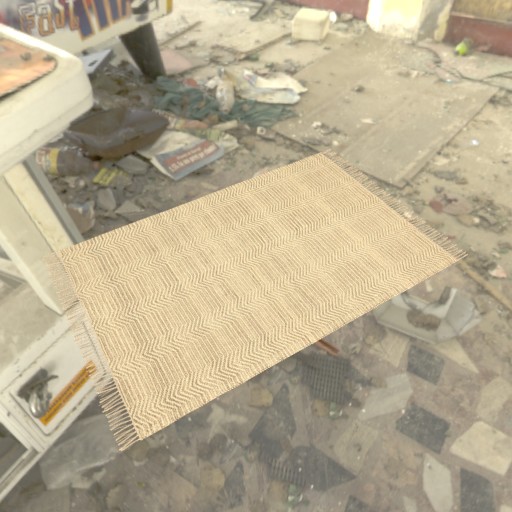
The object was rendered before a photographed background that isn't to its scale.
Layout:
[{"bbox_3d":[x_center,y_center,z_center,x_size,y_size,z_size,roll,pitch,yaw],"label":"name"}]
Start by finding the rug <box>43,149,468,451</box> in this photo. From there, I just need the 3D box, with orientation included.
[{"bbox_3d":[0.000,0.000,2.435,2.021,0.027,1.224,-24,51,-21],"label":"rug"}]
